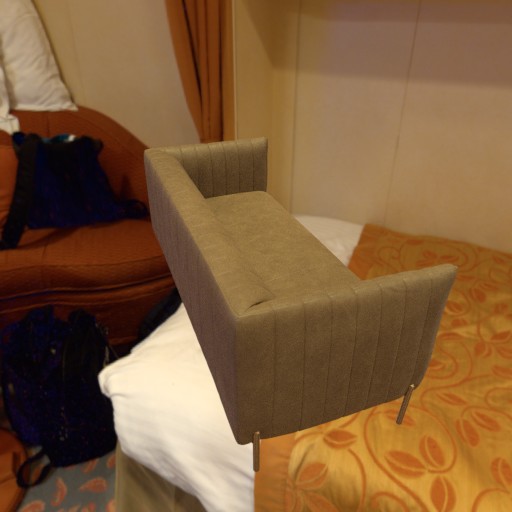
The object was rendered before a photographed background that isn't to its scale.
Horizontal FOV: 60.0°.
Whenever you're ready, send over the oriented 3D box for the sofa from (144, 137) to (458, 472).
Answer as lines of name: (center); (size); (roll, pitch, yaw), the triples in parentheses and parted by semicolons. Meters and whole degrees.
sofa: (0.000, 0.000, 2.428); (0.876, 0.779, 1.980); (-11, 32, -18)
